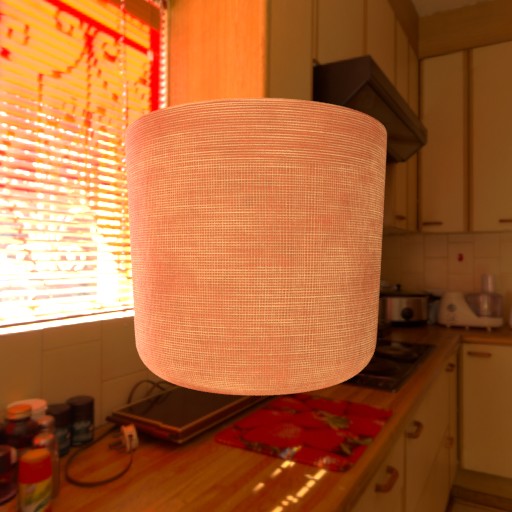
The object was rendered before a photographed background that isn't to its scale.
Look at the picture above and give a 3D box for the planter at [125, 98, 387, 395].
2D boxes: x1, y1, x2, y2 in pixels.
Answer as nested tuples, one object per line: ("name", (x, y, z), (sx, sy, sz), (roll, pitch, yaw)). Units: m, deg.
("planter", (0.000, 0.000, 0.776), (0.440, 0.398, 0.440), (0, 0, 0))
